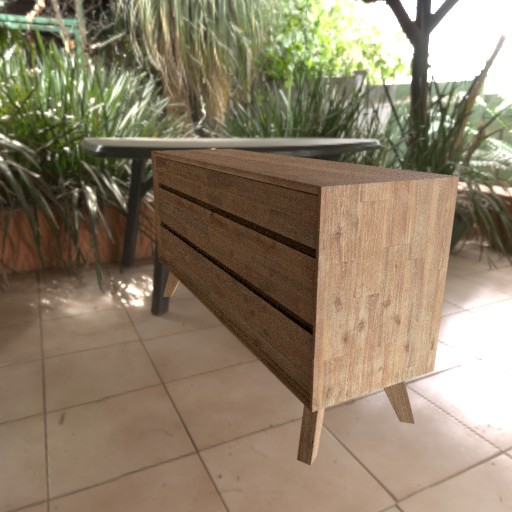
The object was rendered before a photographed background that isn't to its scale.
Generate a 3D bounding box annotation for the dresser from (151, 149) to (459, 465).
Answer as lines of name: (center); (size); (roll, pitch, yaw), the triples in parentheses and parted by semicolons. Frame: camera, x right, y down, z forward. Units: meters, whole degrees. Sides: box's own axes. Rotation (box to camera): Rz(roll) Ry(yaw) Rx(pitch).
dresser: (0.000, 0.000, 1.888); (0.455, 0.805, 1.554); (-8, 18, -26)
